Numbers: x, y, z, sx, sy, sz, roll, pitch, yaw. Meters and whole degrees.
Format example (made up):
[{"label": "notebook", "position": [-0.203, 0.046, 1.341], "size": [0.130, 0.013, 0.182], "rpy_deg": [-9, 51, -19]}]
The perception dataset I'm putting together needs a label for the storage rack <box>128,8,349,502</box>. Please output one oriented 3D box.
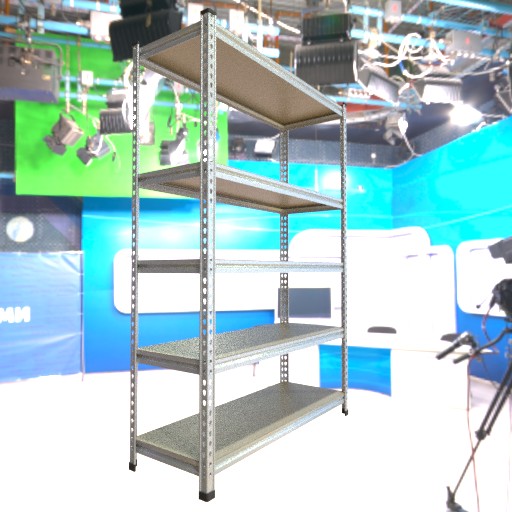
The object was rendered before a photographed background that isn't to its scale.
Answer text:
[{"label": "storage rack", "position": [0.000, 0.000, 2.259], "size": [0.457, 1.829, 1.219], "rpy_deg": [-1, -2, 36]}]
